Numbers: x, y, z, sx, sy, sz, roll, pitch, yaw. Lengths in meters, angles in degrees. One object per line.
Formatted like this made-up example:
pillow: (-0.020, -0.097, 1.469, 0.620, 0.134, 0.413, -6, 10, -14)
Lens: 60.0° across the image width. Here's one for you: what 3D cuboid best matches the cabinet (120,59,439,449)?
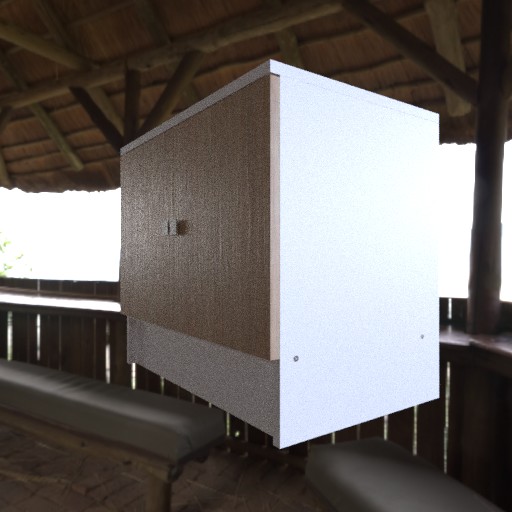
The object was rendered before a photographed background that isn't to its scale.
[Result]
cabinet: (0.000, 0.000, 0.943, 0.400, 0.522, 0.600, 0, 0, -36)
